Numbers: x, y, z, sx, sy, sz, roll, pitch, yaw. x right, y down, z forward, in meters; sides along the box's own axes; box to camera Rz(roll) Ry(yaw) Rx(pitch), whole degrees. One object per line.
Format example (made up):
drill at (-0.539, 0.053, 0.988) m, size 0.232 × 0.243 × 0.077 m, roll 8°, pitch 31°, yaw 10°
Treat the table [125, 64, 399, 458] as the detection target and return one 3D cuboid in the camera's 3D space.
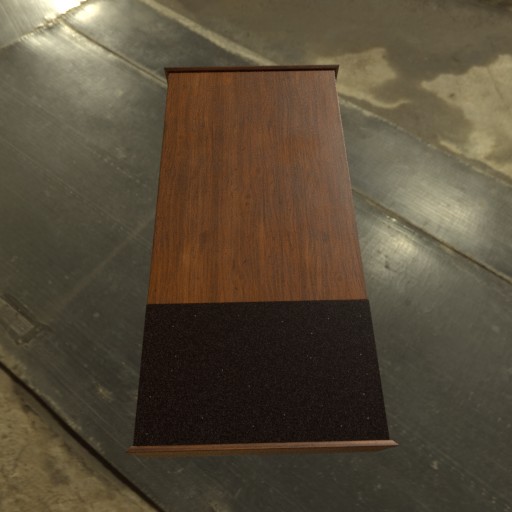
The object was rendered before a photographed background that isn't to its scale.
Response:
table at (0.000, 0.000, 1.487) m, size 0.610 × 0.508 × 1.221 m, roll -1°, pitch 63°, yaw -1°
